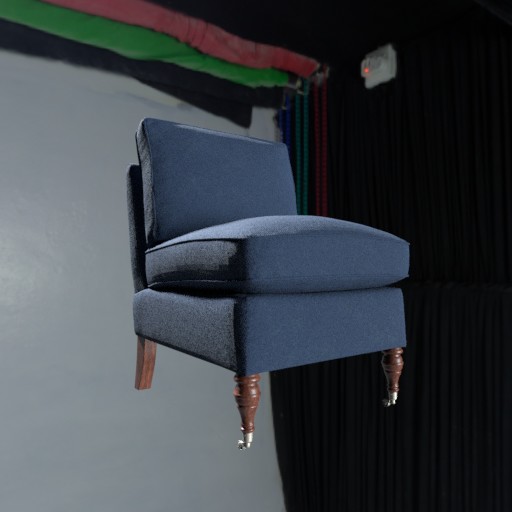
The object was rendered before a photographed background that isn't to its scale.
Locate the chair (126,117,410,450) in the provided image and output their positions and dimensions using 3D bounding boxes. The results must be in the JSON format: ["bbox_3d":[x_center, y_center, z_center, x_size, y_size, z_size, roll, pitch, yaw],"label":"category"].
[{"bbox_3d":[0.000,0.000,1.669,0.724,1.052,0.912,0,-1,-36],"label":"chair"}]
